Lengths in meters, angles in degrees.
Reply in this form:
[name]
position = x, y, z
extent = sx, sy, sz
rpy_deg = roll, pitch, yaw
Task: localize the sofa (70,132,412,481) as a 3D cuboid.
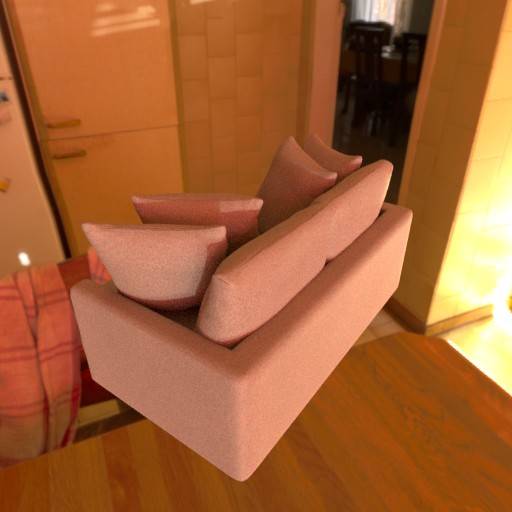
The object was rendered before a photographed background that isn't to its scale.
[sofa]
position = 0.000, 0.000, 2.609
extent = 1.228, 1.080, 1.869
rpy_deg = 20, 37, 30
